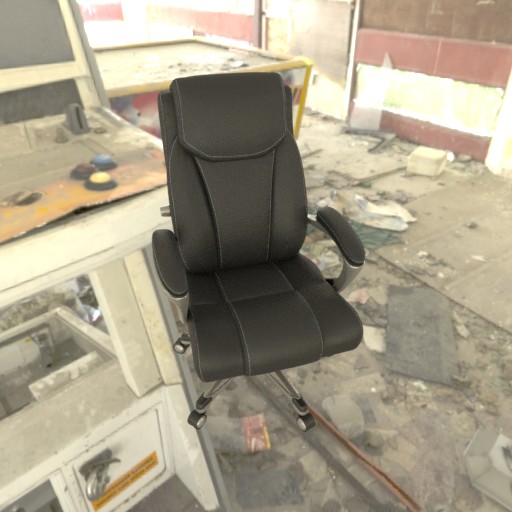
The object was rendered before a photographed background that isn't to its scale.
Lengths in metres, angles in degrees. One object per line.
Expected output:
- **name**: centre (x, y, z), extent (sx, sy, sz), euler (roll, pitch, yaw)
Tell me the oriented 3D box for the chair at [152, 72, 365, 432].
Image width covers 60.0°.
- **chair**: centre (0.000, 0.000, 1.638), extent (0.741, 1.167, 0.784), euler (-9, 33, -14)
